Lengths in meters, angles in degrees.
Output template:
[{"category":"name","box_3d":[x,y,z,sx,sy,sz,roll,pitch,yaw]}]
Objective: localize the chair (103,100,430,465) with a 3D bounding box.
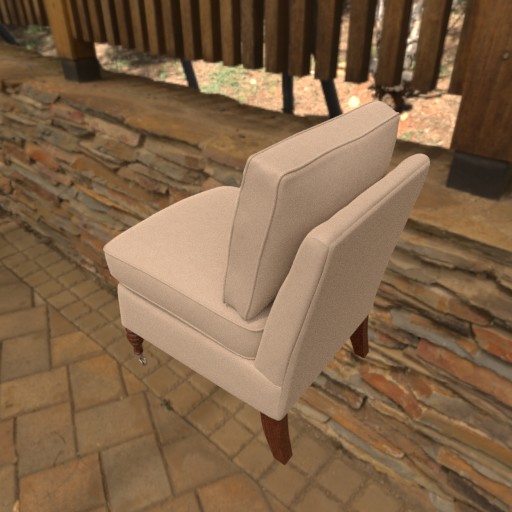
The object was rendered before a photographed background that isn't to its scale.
[{"category":"chair","box_3d":[0.000,0.000,1.619,0.912,1.052,0.724,22,38,30]}]
